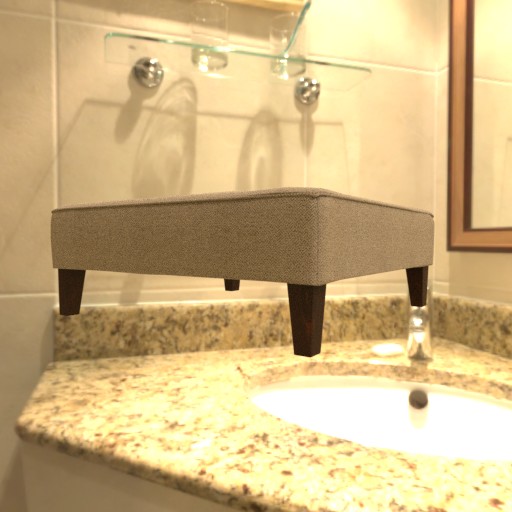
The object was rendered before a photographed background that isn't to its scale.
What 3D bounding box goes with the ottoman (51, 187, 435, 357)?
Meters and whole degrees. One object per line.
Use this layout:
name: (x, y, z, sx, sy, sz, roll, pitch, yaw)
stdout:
ottoman: (0.000, 0.000, 1.560, 0.982, 0.381, 0.973, 1, 2, 35)
